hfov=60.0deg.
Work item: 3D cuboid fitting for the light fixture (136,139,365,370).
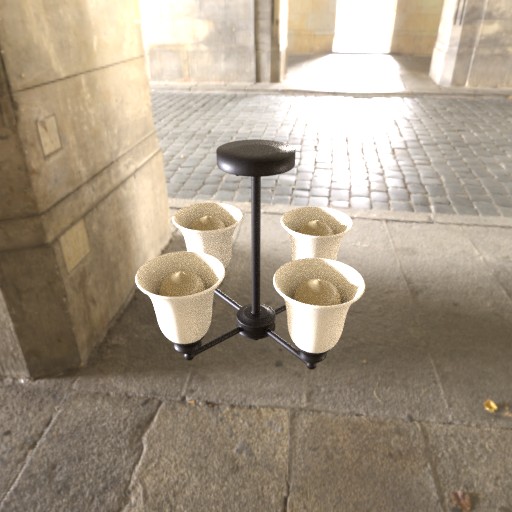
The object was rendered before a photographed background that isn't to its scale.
[{"bbox_3d":[0.000,0.000,1.909,1.069,0.925,1.069,-22,36,-33],"label":"light fixture"}]
